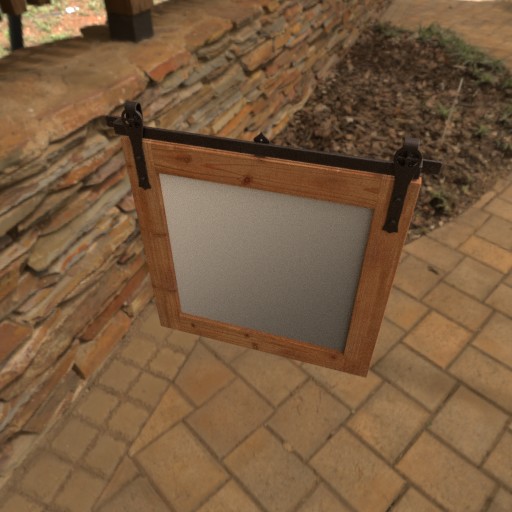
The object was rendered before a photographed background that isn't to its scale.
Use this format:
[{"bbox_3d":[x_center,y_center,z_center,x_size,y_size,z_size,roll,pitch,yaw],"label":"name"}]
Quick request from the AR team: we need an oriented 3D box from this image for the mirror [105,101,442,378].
[{"bbox_3d":[0.000,0.000,1.227,0.805,0.800,0.054,11,42,13],"label":"mirror"}]
